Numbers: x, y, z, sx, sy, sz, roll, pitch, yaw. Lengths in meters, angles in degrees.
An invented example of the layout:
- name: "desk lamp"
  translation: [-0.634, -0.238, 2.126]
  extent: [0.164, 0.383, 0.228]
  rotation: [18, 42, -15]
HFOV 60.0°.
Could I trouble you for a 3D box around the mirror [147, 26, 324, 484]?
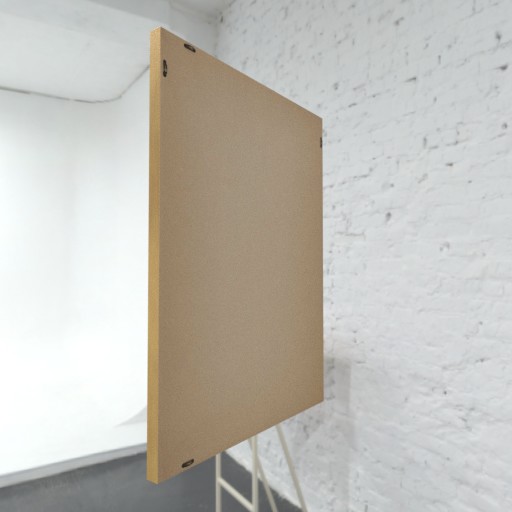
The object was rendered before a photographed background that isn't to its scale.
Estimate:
- name: "mirror"
  translation: [0.000, 0.000, 1.297]
  extent: [0.041, 1.016, 0.762]
  rotation: [-1, -2, 37]
